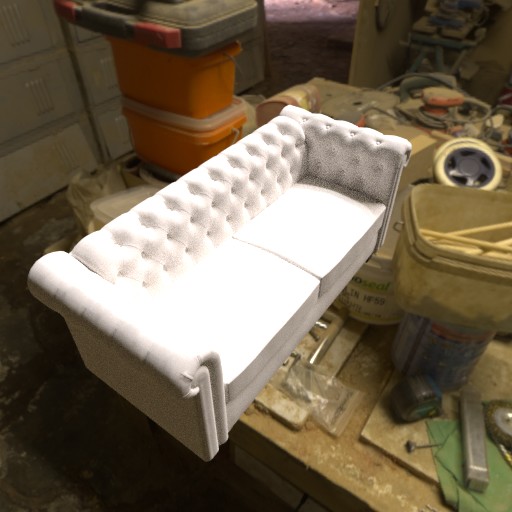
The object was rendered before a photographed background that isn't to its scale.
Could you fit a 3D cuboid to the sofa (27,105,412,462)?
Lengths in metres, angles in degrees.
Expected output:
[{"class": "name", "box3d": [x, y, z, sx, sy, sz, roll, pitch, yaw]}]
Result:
[{"class": "sofa", "box3d": [0.000, 0.000, 2.191, 0.771, 0.796, 1.798, 26, 48, 26]}]
